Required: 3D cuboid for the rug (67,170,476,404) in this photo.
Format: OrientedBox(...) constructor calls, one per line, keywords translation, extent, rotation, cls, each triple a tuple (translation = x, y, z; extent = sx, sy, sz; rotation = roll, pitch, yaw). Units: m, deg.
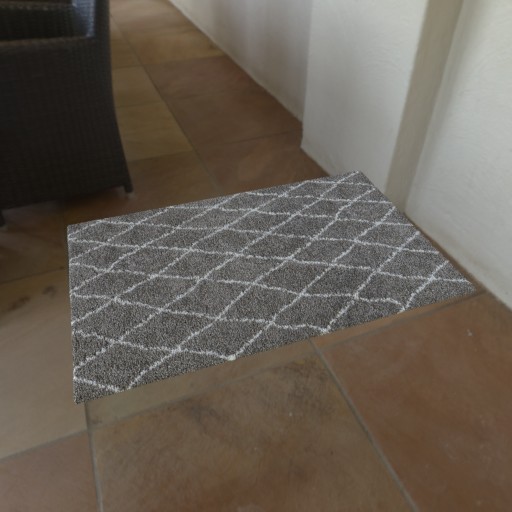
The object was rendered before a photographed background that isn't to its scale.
OrientedBox(translation=(0.000, 0.000, 3.044), extent=(2.438, 0.030, 1.524), rotation=(-13, 43, -14), cls="rug")
